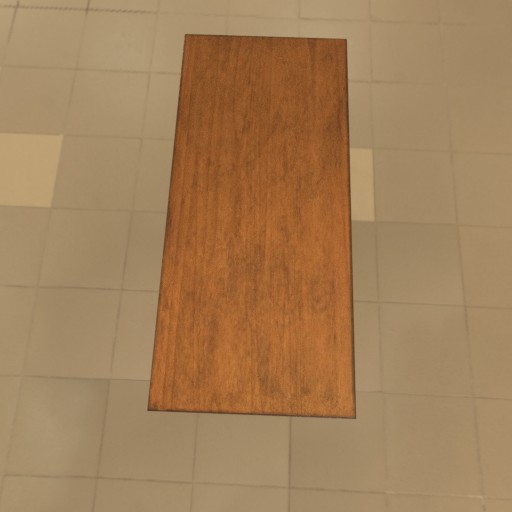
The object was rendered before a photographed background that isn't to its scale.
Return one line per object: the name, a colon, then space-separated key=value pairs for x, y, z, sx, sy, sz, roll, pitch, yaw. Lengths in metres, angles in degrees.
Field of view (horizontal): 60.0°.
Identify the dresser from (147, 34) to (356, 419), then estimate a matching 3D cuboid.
dresser: x=0.000 y=0.000 z=1.959 sx=0.591 sy=1.224 sz=1.250 roll=2 pitch=74 yaw=1
